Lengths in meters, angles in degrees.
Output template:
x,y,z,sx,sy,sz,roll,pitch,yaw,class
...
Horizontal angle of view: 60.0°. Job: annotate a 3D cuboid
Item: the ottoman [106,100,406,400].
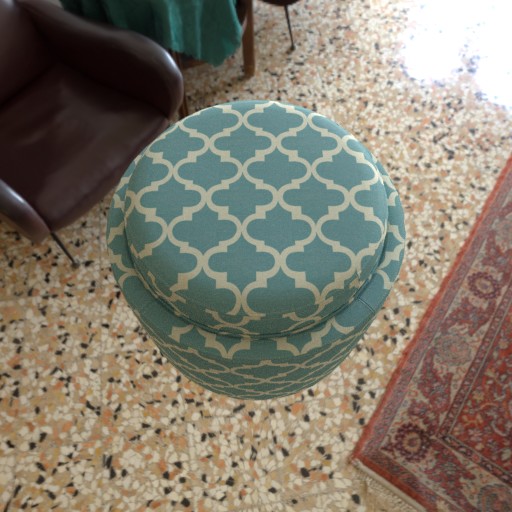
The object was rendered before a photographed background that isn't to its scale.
x,y,z,sx,sy,sz,roll,pitch,yaw,class
0.000,0.000,0.830,0.480,0.429,0.480,0,62,0,ottoman
